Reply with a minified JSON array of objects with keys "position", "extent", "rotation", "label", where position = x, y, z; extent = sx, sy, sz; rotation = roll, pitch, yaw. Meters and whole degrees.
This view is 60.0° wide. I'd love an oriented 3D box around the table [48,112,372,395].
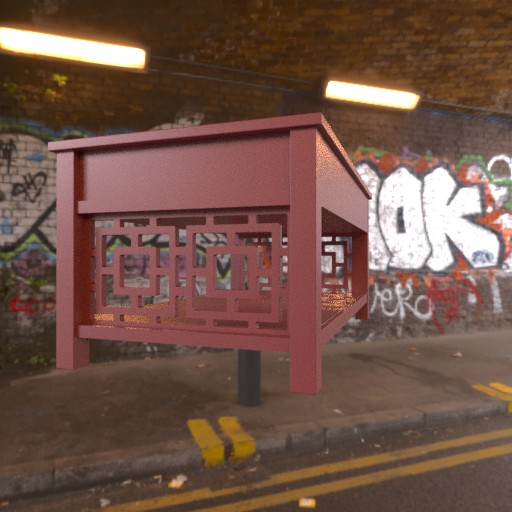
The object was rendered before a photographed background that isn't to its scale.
[{"position":[0.000,0.000,1.370],"extent":[0.612,0.493,1.068],"rotation":[0,0,19],"label":"table"}]
